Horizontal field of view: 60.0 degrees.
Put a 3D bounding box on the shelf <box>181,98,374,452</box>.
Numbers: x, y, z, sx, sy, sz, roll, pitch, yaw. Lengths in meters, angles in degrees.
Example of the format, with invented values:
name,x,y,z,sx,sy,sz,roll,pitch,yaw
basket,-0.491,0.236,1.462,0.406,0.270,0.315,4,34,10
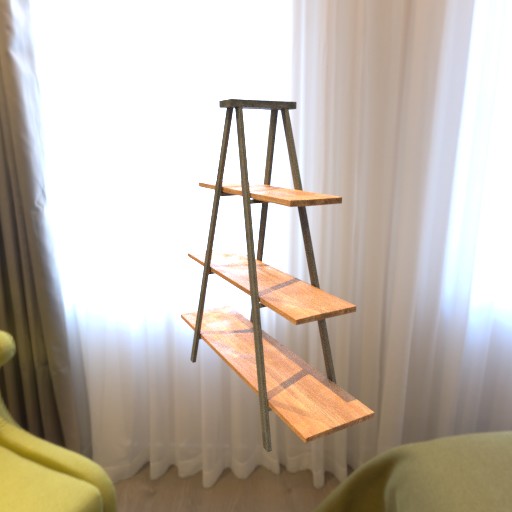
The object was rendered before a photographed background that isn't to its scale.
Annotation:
name,x,y,z,sx,sy,sz,roll,pitch,yaw
shelf,0.000,0.000,2.734,0.508,1.808,1.746,-8,16,-27
